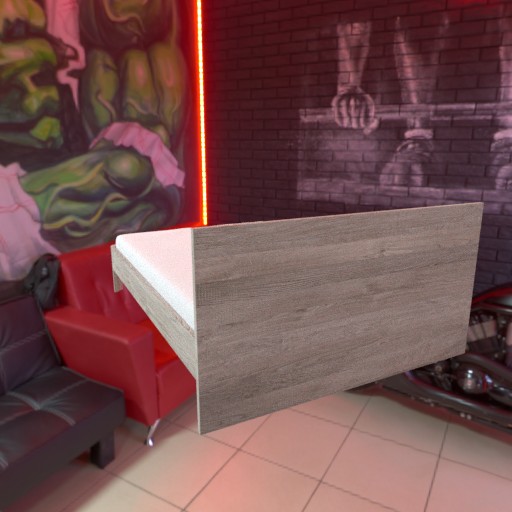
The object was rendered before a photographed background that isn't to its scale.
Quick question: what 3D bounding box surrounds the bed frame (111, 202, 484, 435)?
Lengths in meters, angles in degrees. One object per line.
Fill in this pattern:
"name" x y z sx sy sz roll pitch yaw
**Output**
"bed frame" 0.000 0.000 2.765 1.490 0.800 1.950 -7 16 -27
